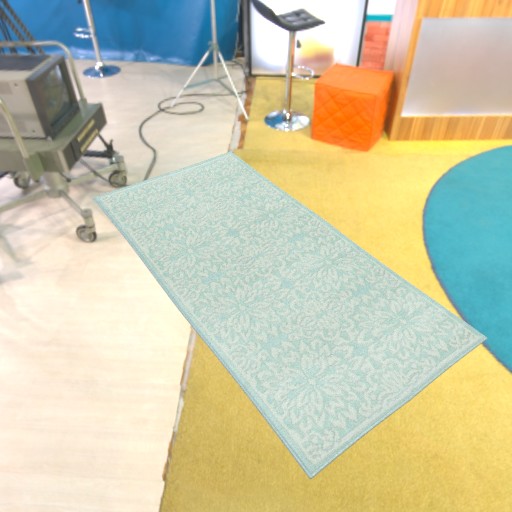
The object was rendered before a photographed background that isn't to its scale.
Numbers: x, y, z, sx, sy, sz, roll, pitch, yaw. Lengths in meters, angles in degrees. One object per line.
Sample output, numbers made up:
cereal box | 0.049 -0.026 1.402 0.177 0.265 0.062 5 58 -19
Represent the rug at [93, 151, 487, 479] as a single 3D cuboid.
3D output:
rug | 0.000 0.000 1.386 0.604 0.007 1.219 -25 48 -26
